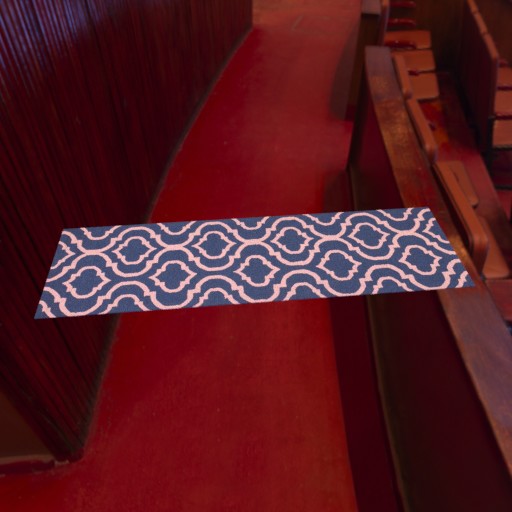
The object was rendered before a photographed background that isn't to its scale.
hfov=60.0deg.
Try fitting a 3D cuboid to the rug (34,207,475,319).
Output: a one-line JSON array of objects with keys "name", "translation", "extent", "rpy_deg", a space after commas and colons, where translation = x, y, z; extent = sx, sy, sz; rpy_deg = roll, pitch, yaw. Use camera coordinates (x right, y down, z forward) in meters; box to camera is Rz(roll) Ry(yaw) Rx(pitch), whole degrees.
[{"name": "rug", "translation": [0.000, 0.000, 2.541], "extent": [2.296, 0.006, 0.685], "rpy_deg": [-4, 45, -4]}]
